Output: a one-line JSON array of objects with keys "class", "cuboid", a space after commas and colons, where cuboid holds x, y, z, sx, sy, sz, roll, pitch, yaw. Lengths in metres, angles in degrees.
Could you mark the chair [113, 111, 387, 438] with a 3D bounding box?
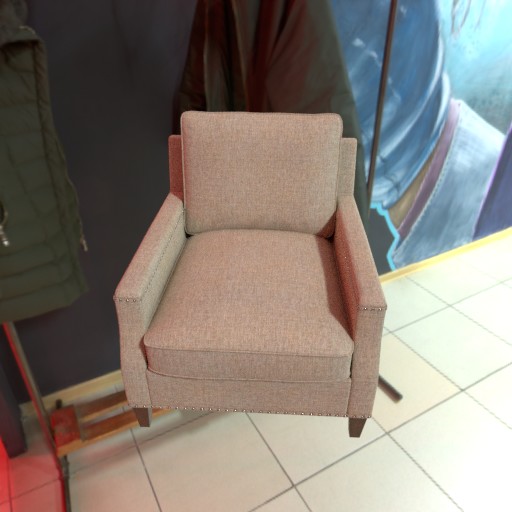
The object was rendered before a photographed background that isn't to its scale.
[{"class": "chair", "cuboid": [0.000, 0.000, 1.755, 0.853, 0.943, 1.014, 2, 31, 3]}]
